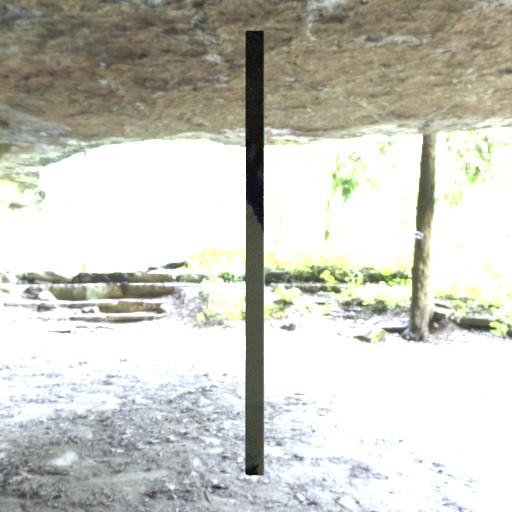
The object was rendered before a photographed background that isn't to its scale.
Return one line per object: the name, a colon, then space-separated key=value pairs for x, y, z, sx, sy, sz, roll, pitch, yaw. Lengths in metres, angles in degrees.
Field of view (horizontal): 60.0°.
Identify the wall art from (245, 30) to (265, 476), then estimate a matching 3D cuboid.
wall art: x=0.000 y=0.000 z=1.321 sx=0.038 sy=0.885 sz=0.887 roll=0 pitch=-2 yaw=0
